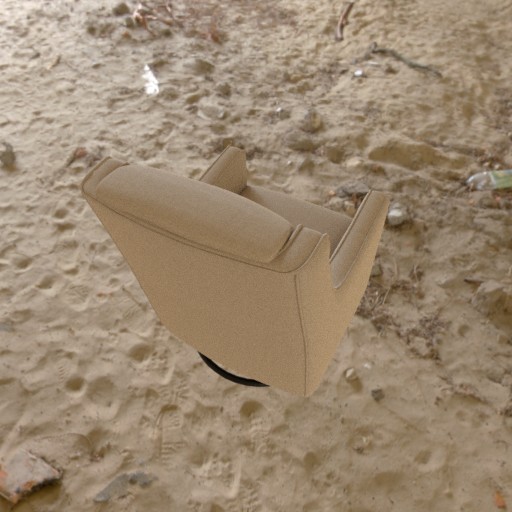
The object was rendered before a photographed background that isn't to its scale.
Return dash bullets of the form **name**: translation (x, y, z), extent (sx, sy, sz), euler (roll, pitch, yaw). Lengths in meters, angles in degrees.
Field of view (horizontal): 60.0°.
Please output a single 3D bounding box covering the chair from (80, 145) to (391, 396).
- **chair**: translation (0.000, 0.000, 1.645), extent (0.732, 0.993, 0.879), euler (22, 50, 20)
